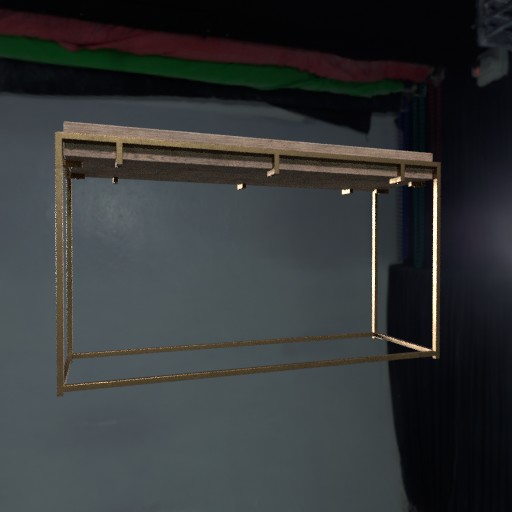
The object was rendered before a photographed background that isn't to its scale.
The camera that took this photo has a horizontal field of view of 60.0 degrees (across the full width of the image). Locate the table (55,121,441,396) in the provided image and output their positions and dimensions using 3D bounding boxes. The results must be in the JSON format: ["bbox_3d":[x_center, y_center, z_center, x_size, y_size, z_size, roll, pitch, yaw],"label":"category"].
[{"bbox_3d":[0.000,0.000,1.743,1.400,0.820,0.440,0,1,-19],"label":"table"}]
